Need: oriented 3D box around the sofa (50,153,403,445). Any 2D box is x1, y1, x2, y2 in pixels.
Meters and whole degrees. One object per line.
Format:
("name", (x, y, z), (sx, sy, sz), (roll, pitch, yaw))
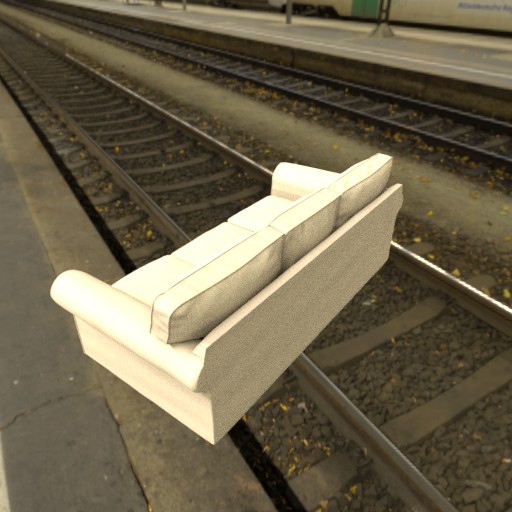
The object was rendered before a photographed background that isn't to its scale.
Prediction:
("sofa", (0.000, 0.000, 2.698), (0.998, 0.889, 2.118), (22, 38, 31))
